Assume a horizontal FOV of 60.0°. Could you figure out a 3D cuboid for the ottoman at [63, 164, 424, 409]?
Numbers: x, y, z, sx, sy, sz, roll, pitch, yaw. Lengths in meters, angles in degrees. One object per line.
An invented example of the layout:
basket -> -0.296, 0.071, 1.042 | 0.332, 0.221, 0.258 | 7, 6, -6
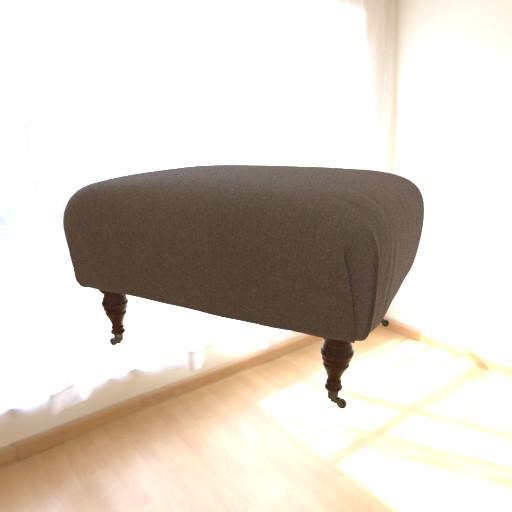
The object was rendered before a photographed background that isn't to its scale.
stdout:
ottoman -> 0.000, 0.000, 1.131 | 0.747, 0.450, 0.622 | 8, 17, 26
